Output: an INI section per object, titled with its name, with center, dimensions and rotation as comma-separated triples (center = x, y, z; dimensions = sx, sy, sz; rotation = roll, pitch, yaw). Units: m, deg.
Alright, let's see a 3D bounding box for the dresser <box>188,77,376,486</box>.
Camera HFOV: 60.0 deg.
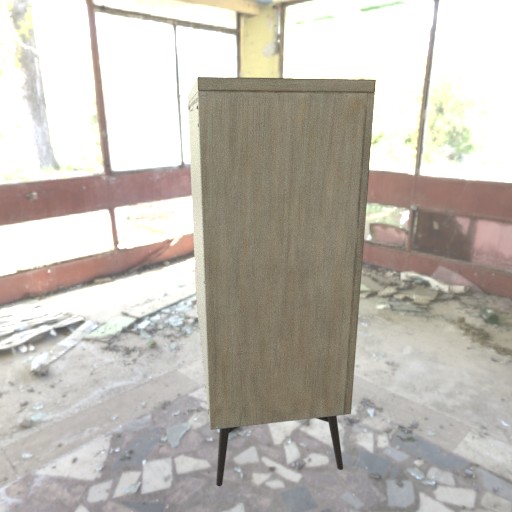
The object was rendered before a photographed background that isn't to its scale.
[dresser]
center = 0.000, 0.000, 1.738
dimensions = 0.457, 1.219, 1.016
rotation = -3, 18, -9
